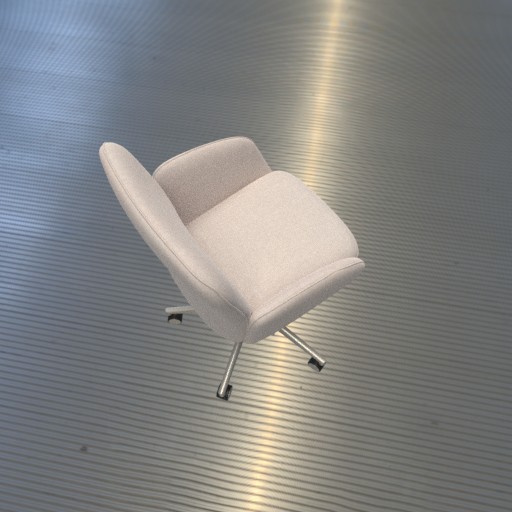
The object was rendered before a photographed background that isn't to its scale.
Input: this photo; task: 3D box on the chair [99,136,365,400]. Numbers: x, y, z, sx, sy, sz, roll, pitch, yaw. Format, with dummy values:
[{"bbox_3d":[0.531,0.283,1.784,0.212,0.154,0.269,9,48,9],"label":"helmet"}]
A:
[{"bbox_3d":[0.000,0.000,1.387,0.633,0.959,0.648,-31,63,-18],"label":"chair"}]
